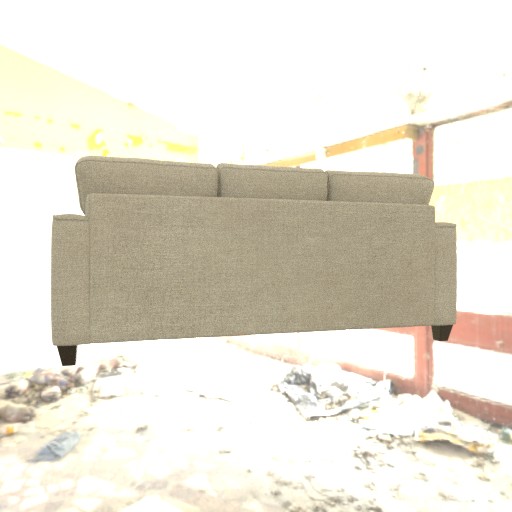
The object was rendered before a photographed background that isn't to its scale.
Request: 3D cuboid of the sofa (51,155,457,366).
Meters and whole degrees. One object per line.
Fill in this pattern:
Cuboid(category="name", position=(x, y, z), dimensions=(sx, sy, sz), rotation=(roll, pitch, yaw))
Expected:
Cuboid(category="sofa", position=(0.000, 0.000, 2.644), dimensions=(2.133, 0.965, 0.939), rotation=(0, 1, -16))
